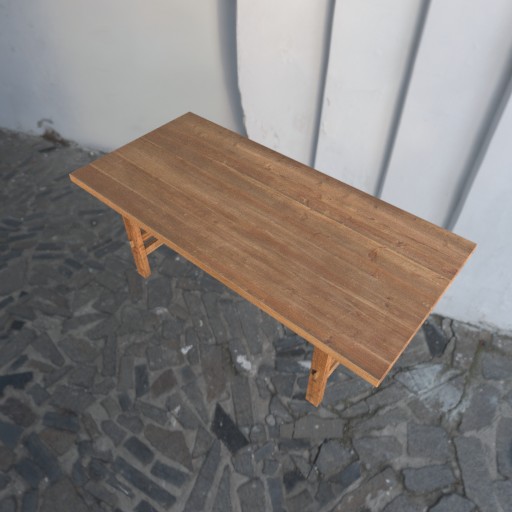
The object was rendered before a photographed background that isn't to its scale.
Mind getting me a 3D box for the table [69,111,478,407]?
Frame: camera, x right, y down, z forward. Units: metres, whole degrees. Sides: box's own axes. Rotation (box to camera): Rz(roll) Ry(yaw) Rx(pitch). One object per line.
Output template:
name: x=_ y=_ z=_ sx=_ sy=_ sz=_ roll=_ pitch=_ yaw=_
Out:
table: x=0.000 y=0.000 z=2.611 sx=2.003 sy=0.760 sz=0.952 roll=31 pitch=54 yaw=27
